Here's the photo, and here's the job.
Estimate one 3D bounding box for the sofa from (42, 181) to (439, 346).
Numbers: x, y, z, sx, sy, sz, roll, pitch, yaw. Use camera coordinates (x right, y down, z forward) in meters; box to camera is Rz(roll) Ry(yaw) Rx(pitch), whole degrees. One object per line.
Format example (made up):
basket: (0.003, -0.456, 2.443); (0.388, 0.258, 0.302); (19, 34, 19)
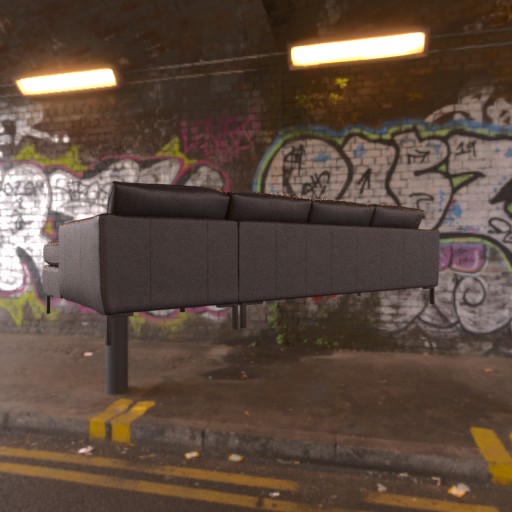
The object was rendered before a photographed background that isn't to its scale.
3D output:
sofa: (0.000, 0.000, 3.640); (2.993, 0.859, 1.471); (-1, 1, -36)
